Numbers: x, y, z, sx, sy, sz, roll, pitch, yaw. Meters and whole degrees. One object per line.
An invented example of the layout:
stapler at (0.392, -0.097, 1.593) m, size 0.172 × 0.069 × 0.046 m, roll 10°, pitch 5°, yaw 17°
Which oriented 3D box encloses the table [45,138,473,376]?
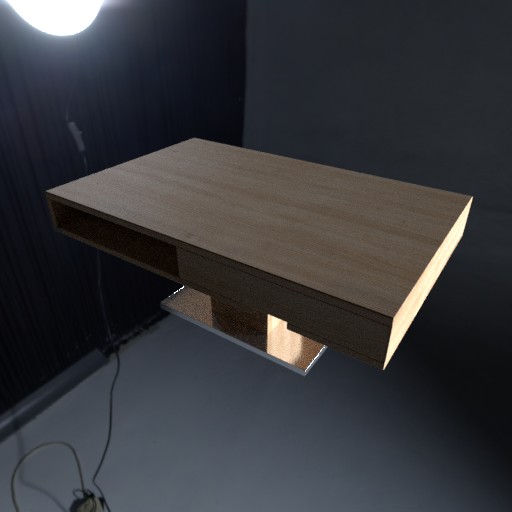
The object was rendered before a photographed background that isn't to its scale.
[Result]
table at (0.000, 0.000, 1.460) m, size 1.100 × 0.440 × 0.700 m, roll 19°, pitch 36°, yaw 29°
